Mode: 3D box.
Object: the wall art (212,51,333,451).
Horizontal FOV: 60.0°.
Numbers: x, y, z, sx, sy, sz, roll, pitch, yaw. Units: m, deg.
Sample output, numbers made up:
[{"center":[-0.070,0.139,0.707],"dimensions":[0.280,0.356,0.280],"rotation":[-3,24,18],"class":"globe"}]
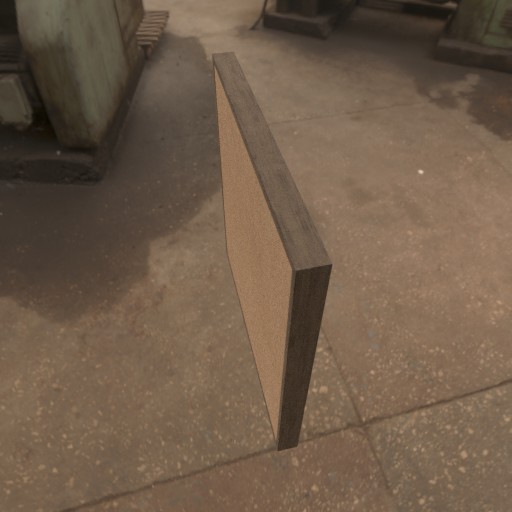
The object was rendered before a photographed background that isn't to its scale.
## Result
[{"center":[0.000,0.000,0.792],"dimensions":[0.038,0.508,0.508],"rotation":[-10,48,-9],"class":"wall art"}]
